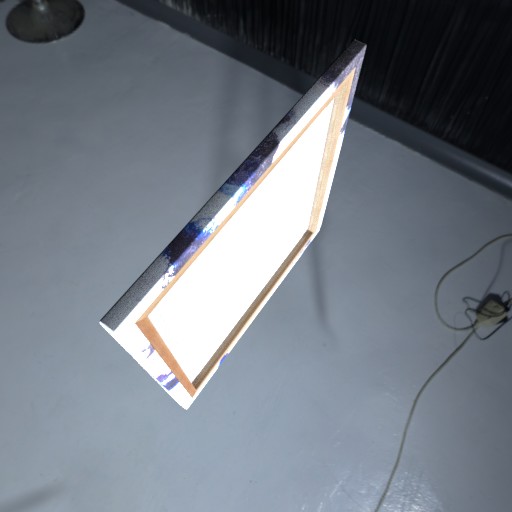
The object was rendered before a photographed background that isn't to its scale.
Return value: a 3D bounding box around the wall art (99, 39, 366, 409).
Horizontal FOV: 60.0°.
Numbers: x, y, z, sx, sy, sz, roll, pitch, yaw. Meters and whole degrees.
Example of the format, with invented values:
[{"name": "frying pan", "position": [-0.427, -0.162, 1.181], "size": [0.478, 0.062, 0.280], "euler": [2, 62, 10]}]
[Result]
[{"name": "wall art", "position": [0.000, 0.000, 1.312], "size": [0.038, 0.885, 0.887], "euler": [32, 67, 15]}]
